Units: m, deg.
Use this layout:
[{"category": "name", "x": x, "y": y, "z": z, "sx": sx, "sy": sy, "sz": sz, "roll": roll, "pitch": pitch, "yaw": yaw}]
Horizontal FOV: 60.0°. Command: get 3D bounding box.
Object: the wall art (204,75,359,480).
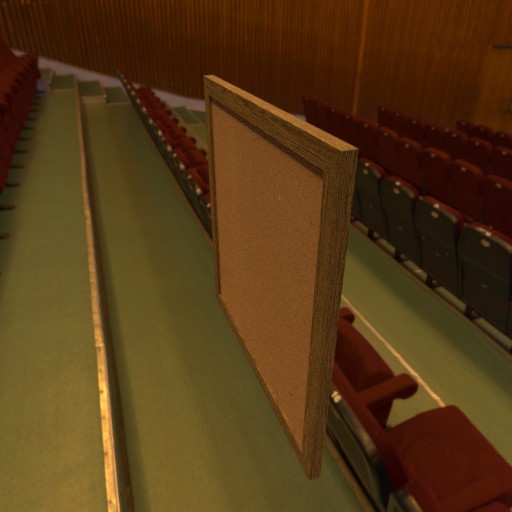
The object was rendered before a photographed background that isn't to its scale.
[{"category": "wall art", "x": 0.000, "y": 0.000, "z": 0.753, "sx": 0.019, "sy": 0.508, "sz": 0.508, "roll": -11, "pitch": 32, "yaw": -18}]
